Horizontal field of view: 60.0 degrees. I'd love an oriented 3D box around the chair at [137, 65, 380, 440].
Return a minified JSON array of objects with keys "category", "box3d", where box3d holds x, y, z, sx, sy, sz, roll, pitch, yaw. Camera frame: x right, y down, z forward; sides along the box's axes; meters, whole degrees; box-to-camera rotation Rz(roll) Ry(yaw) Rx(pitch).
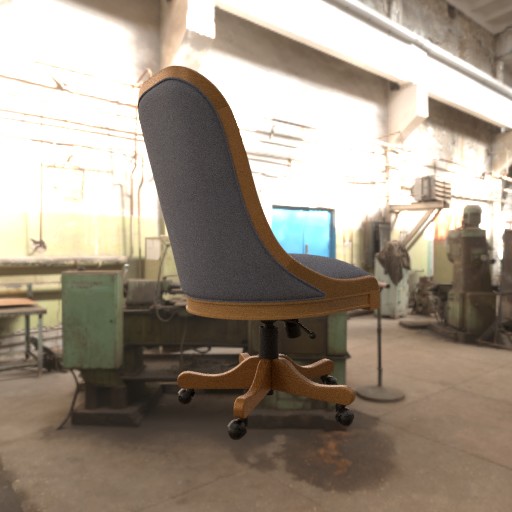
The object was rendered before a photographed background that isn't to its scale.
[{"category":"chair","box3d":[0.000,0.000,1.482,0.735,1.031,0.605,-1,1,-37]}]
